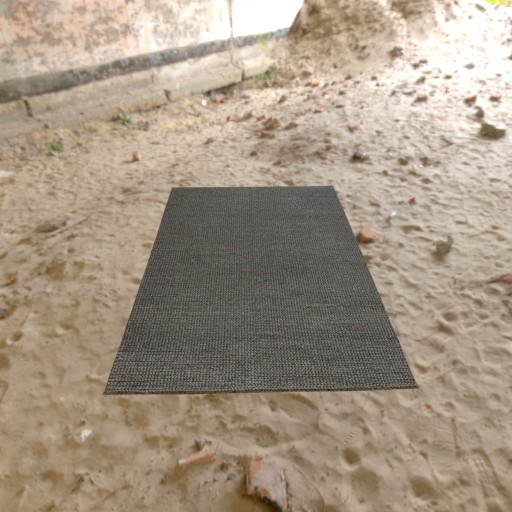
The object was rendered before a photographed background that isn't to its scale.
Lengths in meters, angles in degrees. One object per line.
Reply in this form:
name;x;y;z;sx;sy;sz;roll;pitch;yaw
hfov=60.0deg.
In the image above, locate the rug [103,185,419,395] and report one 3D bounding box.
rug;0.000;0.000;3.170;1.538;0.021;2.443;-1;33;-1
